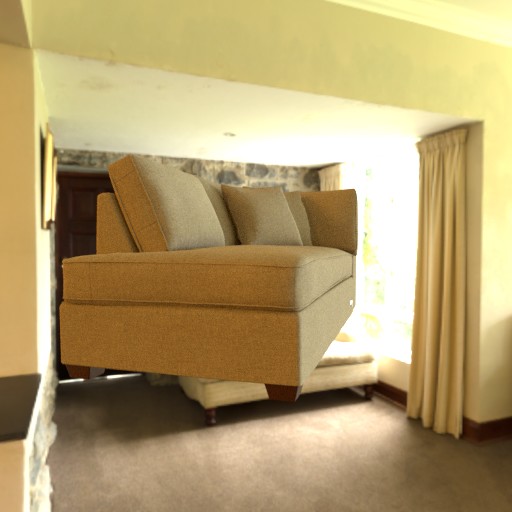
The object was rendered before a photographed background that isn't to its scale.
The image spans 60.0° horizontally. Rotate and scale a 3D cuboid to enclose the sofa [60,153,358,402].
[{"bbox_3d":[0.000,0.000,2.775,1.110,1.019,2.238,0,2,18],"label":"sofa"}]
